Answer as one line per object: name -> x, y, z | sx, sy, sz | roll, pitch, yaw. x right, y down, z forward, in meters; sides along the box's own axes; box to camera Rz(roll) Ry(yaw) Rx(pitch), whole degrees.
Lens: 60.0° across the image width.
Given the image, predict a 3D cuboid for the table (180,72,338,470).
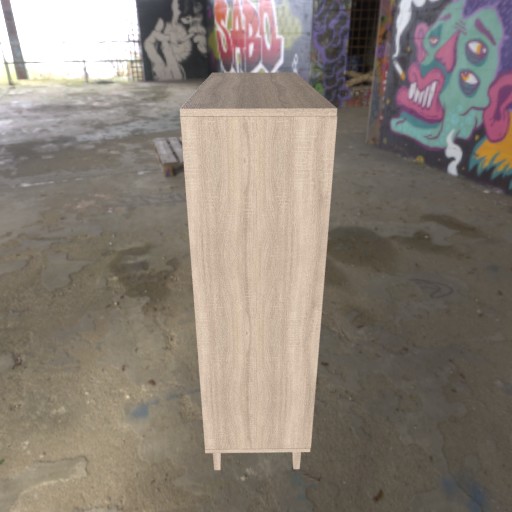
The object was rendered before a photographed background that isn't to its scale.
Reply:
table -> 0.000, 0.000, 1.919 | 0.398, 1.388, 1.111 | 0, 27, -1
